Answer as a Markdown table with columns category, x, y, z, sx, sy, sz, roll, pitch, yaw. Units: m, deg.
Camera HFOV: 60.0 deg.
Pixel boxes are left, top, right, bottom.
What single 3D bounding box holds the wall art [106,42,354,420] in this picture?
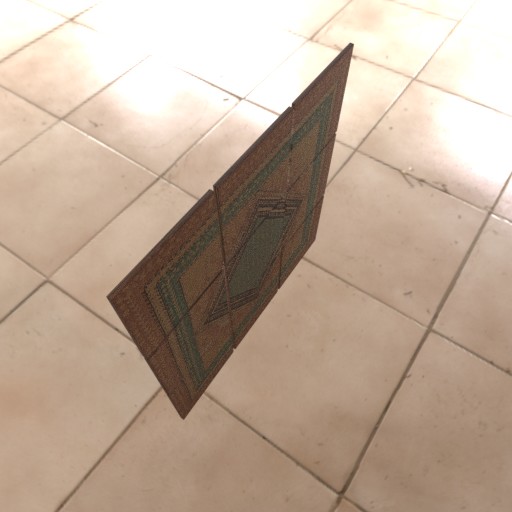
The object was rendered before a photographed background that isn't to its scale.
| category | x | y | z | sx | sy | sz | roll | pitch | yaw |
| --- | --- | --- | --- | --- | --- | --- | --- | --- | --- |
| wall art | 0.000 | 0.000 | 1.358 | 0.013 | 0.914 | 0.915 | 30 | 62 | 18 |
